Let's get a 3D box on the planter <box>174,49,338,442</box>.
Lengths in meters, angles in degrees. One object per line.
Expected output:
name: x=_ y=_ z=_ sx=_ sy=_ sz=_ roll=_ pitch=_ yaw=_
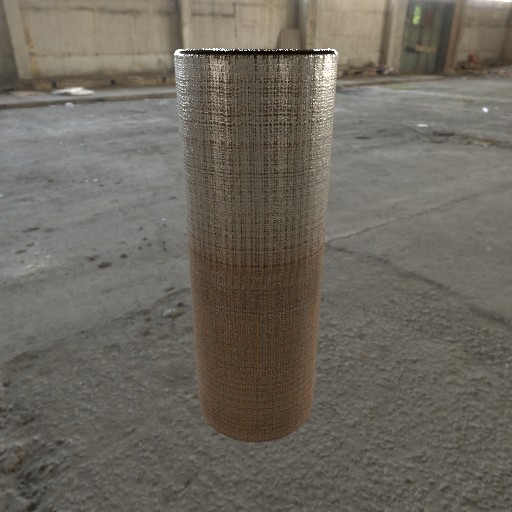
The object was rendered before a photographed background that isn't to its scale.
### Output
planter: x=0.000 y=0.000 z=0.329 sx=0.099 sy=0.278 sz=0.099 roll=-17 pitch=30 yaw=-32
